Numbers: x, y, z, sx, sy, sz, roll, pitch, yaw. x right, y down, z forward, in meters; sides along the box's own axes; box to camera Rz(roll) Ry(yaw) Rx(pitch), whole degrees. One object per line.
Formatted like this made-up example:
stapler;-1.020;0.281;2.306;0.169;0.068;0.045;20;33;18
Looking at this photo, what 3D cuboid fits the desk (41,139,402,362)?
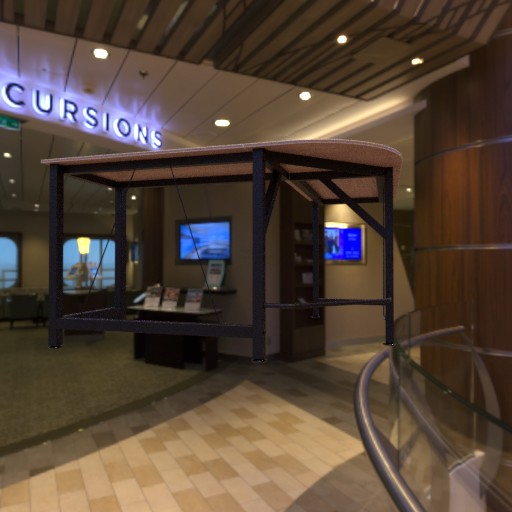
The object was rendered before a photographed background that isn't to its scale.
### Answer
desk;0.000;0.000;2.260;1.400;0.762;1.400;0;-1;16
